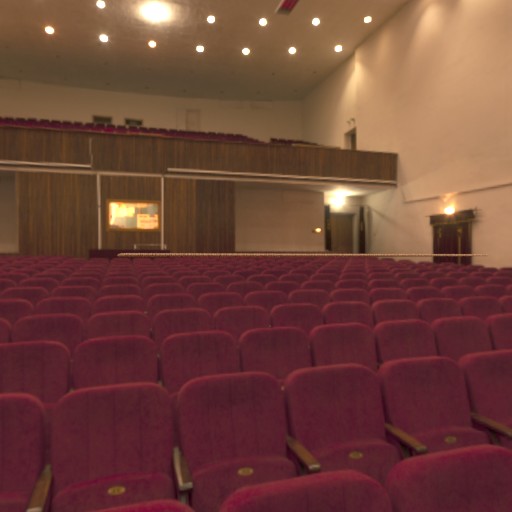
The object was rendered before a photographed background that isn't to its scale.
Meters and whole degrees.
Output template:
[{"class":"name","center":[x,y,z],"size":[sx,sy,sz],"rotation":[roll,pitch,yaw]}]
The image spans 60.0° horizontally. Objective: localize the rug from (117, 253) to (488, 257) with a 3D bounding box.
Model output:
[{"class":"rug","center":[0.000,0.000,4.100],"size":[2.439,0.013,3.048],"rotation":[0,0,-17]}]
